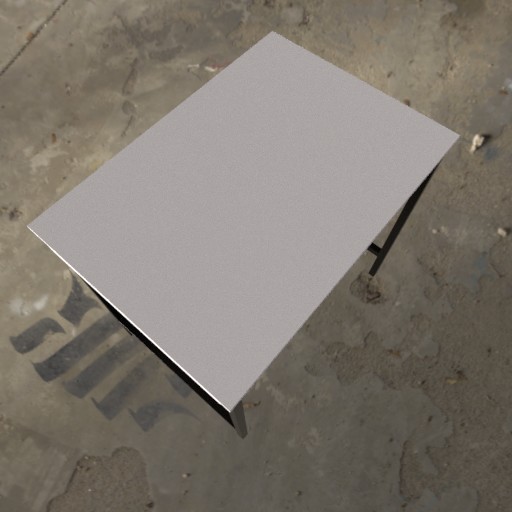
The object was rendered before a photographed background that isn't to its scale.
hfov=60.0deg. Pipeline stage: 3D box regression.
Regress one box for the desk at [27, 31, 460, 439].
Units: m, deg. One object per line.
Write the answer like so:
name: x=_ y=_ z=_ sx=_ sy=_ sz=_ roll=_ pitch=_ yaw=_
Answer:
desk: x=0.000 y=0.000 z=1.327 sx=0.573 sy=0.766 sz=0.811 roll=37 pitch=69 yaw=17
